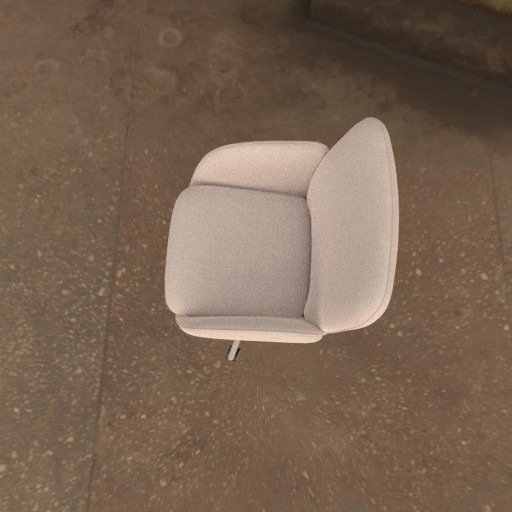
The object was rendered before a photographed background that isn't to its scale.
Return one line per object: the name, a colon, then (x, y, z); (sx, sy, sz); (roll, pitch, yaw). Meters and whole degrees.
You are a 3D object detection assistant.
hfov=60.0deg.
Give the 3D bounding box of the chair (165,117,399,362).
chair: (0.000, 0.000, 1.421); (0.633, 0.959, 0.648); (3, 75, 1)
